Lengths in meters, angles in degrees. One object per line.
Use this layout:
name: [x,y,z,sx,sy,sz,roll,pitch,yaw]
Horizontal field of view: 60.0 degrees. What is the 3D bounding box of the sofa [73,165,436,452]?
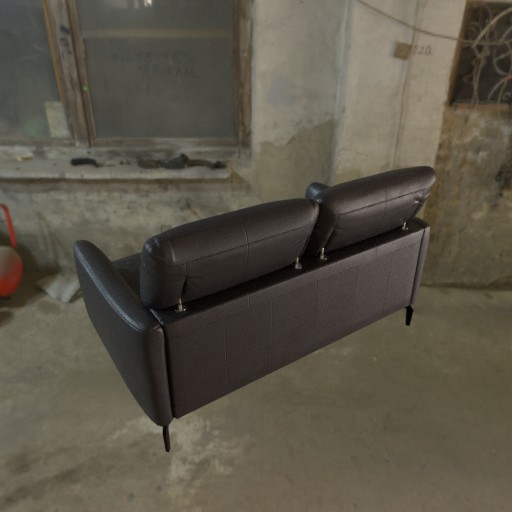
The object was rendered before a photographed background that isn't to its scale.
sofa: [0.000,0.000,2.228,1.596,0.920,0.958,-18,34,-29]
